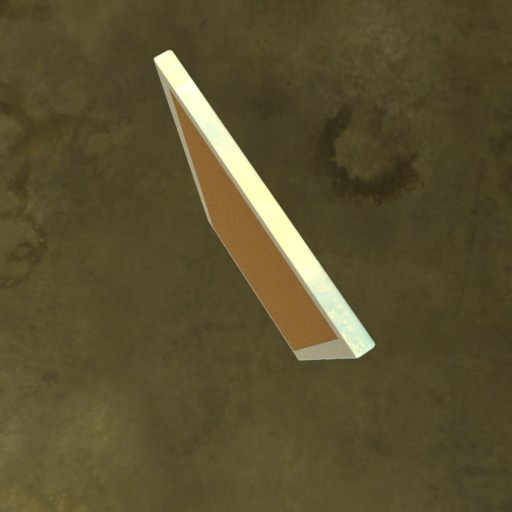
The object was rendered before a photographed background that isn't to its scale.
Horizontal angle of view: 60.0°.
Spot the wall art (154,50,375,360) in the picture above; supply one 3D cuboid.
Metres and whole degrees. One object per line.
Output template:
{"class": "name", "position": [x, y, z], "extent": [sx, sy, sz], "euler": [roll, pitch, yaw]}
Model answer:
{"class": "wall art", "position": [0.000, 0.000, 1.156], "extent": [0.037, 0.915, 0.605], "euler": [-32, 79, -7]}
